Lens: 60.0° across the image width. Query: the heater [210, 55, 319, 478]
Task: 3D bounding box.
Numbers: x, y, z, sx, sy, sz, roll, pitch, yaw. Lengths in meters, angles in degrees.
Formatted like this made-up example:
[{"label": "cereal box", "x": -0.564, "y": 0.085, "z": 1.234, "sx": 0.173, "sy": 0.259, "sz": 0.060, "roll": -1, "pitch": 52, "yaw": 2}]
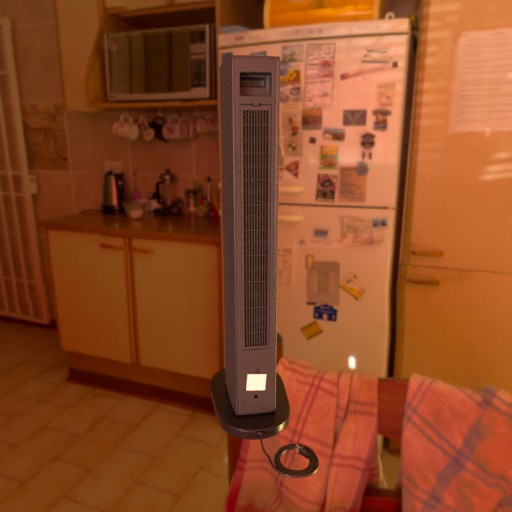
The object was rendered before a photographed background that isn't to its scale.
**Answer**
[{"label": "heater", "x": 0.000, "y": 0.000, "z": 1.022, "sx": 0.214, "sy": 0.856, "sz": 0.458, "roll": -2, "pitch": 15, "yaw": -9}]
